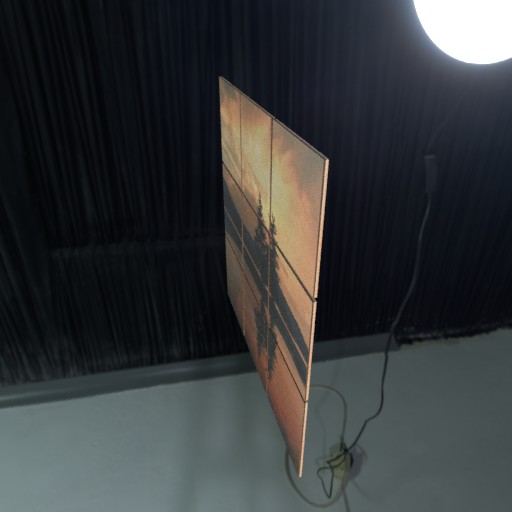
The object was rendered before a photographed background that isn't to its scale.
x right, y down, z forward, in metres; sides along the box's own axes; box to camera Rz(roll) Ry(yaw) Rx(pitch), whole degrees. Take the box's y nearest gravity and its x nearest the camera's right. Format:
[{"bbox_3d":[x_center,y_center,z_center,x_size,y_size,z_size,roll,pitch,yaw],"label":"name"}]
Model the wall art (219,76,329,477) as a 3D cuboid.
[{"bbox_3d":[0.000,0.000,1.841,0.013,1.218,1.216,-8,32,-13],"label":"wall art"}]
